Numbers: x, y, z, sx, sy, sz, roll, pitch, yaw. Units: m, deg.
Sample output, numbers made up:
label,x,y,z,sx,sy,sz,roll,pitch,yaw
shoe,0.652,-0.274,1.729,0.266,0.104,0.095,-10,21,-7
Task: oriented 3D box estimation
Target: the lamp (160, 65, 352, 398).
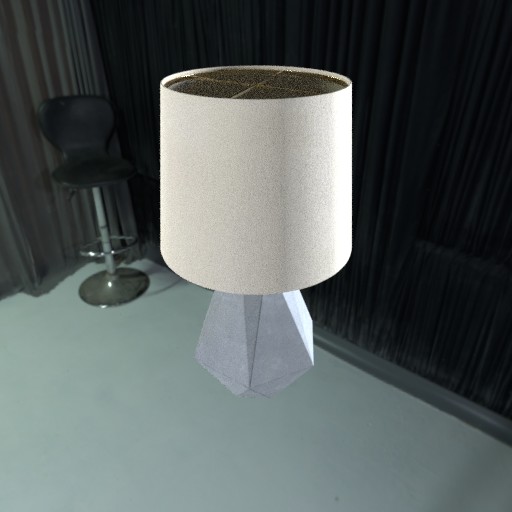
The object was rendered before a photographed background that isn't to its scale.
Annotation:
label,x,y,z,sx,sy,sz,roll,pitch,yaw
lamp,0.000,0.000,0.668,0.276,0.501,0.276,0,31,0
